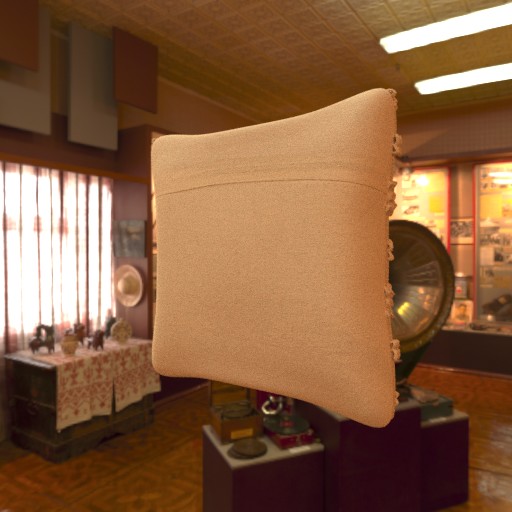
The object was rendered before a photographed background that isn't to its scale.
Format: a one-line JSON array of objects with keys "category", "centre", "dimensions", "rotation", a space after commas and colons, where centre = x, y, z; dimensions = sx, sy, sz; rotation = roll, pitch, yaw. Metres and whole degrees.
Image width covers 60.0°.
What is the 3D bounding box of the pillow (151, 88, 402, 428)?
[{"category": "pillow", "centre": [0.000, 0.000, 0.674], "dimensions": [0.437, 0.427, 0.145], "rotation": [1, 1, 35]}]
